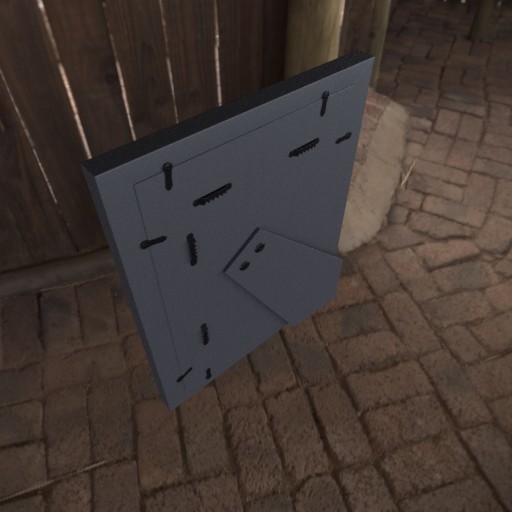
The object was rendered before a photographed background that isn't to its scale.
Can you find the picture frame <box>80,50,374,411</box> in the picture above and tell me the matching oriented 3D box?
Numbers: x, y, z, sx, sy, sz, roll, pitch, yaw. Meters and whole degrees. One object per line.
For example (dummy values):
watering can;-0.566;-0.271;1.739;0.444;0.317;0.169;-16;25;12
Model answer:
picture frame;0.000;0.000;0.520;0.307;0.383;0.036;-32;54;-27
